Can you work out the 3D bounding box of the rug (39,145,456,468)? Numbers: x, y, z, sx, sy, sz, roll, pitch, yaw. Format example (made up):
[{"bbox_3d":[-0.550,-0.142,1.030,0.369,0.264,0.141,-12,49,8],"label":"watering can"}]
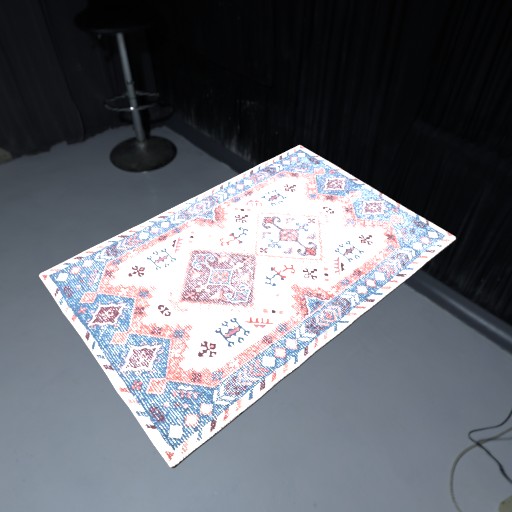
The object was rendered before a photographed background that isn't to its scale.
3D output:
[{"bbox_3d":[0.000,0.000,2.316,1.840,0.015,1.225,-32,54,-27],"label":"rug"}]
